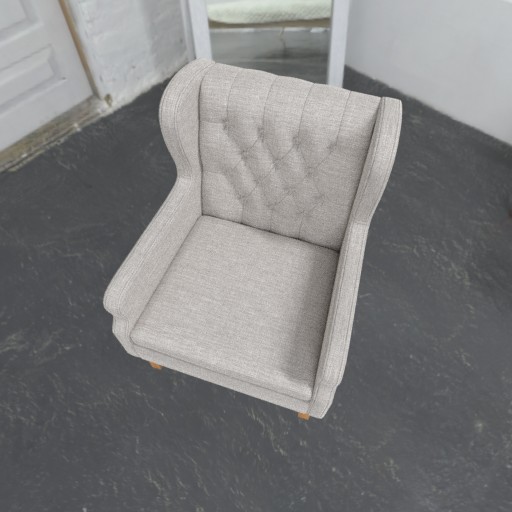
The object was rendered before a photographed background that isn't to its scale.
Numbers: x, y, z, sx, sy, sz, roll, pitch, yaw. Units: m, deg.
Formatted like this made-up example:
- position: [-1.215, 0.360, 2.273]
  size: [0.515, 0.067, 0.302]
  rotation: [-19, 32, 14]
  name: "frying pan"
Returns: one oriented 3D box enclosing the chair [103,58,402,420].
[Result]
- position: [0.000, 0.000, 1.476]
  size: [0.710, 0.930, 0.760]
  rotation: [16, 60, 10]
  name: "chair"
